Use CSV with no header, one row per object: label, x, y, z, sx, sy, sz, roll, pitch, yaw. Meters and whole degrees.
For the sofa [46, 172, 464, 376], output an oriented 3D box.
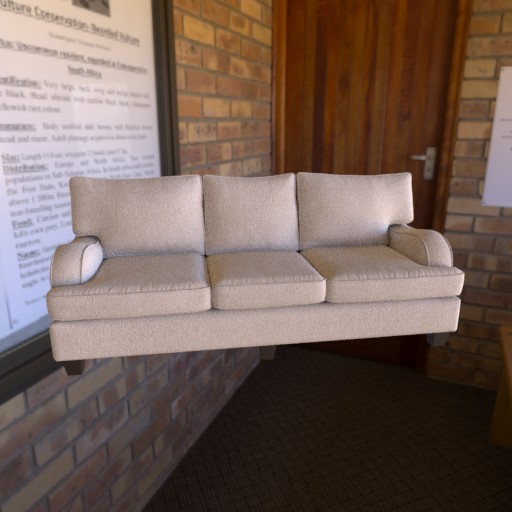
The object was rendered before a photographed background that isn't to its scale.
sofa,0.000,0.000,2.828,2.323,0.991,1.016,-3,17,-9
